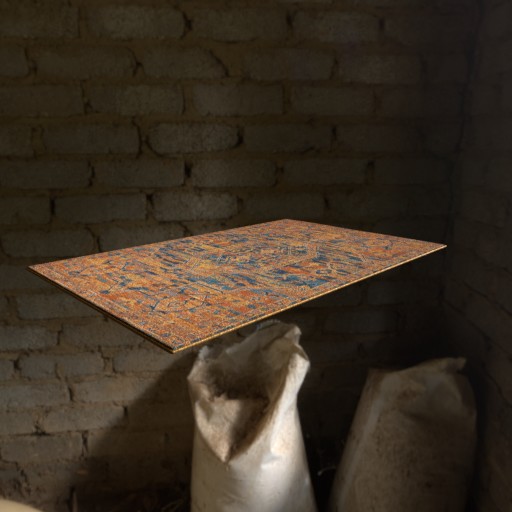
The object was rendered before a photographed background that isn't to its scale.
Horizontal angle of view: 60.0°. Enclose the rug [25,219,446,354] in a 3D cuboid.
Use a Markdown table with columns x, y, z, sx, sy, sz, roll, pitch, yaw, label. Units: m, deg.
| x | y | z | sx | sy | sz | roll | pitch | yaw | label |
| --- | --- | --- | --- | --- | --- | --- | --- | --- | --- |
| 0.000 | 0.000 | 1.066 | 0.863 | 0.008 | 0.557 | -14 | 20 | -43 | rug |
